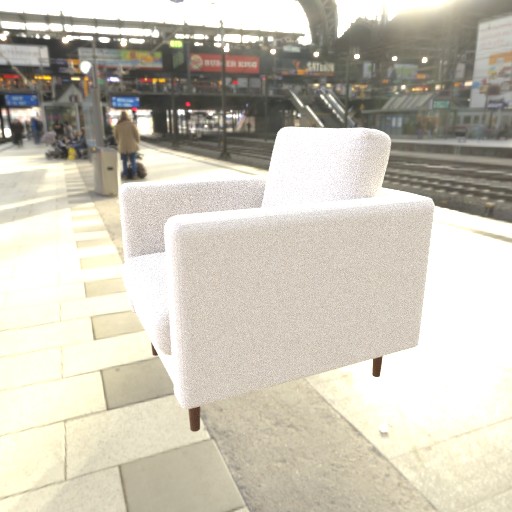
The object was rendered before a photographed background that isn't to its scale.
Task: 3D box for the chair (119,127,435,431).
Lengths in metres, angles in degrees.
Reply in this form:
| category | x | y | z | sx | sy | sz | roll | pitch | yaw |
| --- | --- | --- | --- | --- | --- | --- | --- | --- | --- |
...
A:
| category | x | y | z | sx | sy | sz | roll | pitch | yaw |
| --- | --- | --- | --- | --- | --- | --- | --- | --- | --- |
| chair | 0.000 | 0.000 | 1.615 | 0.879 | 0.899 | 0.831 | -8 | 18 | -24 |
